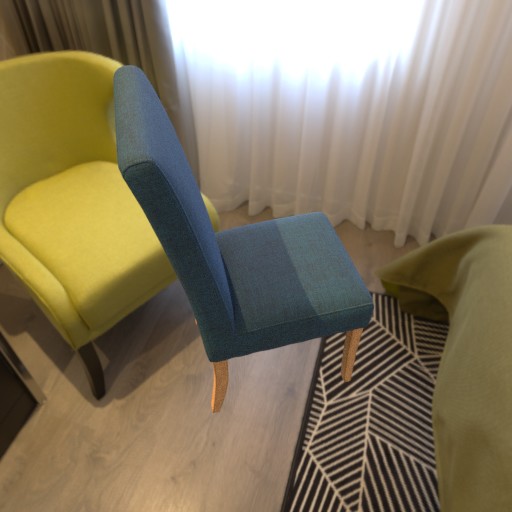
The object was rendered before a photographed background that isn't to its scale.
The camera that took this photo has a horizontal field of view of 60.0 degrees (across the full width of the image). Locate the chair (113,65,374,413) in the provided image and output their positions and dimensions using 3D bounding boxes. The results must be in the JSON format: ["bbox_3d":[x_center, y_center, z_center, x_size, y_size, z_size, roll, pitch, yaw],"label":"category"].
[{"bbox_3d":[0.000,0.000,1.330,0.610,1.029,0.450,-10,46,-10],"label":"chair"}]
